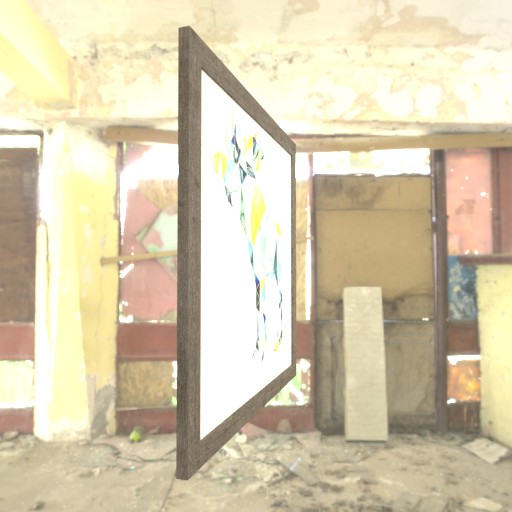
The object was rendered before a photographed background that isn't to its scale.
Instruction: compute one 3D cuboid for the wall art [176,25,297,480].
[{"bbox_3d":[0.000,0.000,0.663,0.013,0.457,0.457,-1,-2,19],"label":"wall art"}]
